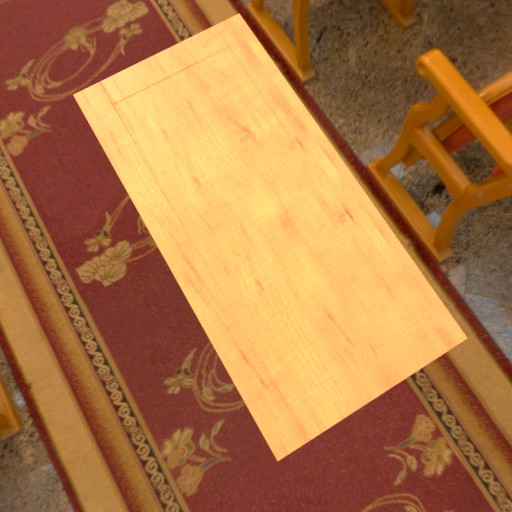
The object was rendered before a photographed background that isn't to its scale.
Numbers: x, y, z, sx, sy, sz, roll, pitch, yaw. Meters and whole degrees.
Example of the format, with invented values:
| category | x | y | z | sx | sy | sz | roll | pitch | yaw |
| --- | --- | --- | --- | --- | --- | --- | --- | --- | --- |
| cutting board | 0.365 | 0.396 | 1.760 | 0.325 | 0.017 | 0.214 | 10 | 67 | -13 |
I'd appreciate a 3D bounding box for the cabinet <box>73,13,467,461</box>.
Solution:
| category | x | y | z | sx | sy | sz | roll | pitch | yaw |
| --- | --- | --- | --- | --- | --- | --- | --- | --- | --- |
| cabinet | 0.000 | 0.000 | 1.372 | 0.450 | 0.840 | 0.920 | -30 | 77 | -7 |
